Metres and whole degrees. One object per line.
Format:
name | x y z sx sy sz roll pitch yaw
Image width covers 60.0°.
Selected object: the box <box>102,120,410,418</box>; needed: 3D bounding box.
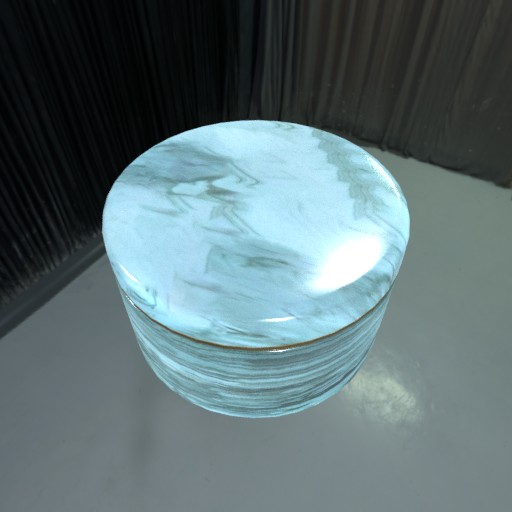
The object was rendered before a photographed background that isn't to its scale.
box | 0.000 0.000 0.168 0.101 0.063 0.101 0 46 0
